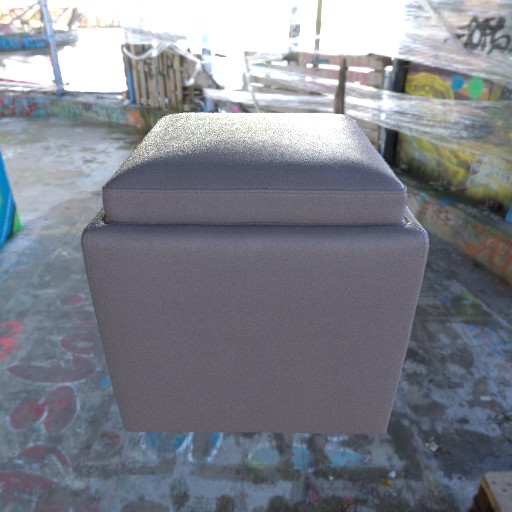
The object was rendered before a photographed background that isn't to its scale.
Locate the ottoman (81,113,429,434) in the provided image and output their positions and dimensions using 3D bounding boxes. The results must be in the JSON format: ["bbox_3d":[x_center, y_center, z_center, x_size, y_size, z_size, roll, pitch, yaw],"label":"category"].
[{"bbox_3d":[0.000,0.000,0.810,0.451,0.460,0.450,0,30,1],"label":"ottoman"}]
